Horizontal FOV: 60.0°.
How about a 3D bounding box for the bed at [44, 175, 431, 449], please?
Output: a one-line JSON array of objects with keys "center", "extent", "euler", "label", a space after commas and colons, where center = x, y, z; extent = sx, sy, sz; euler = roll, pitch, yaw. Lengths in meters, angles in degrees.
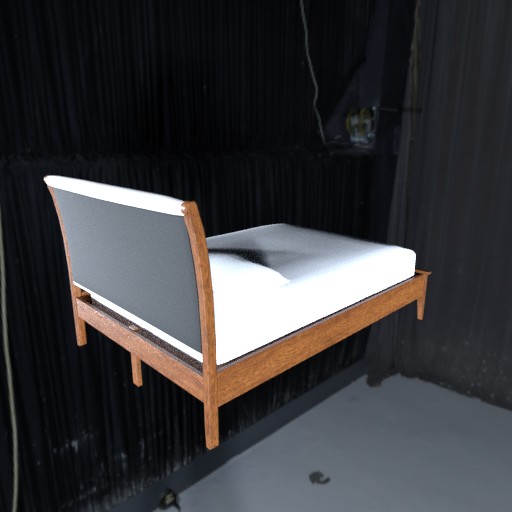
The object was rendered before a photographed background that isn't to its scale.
[{"center": [0.000, 0.000, 3.277], "extent": [2.380, 1.250, 1.612], "euler": [-15, 22, -42], "label": "bed"}]
